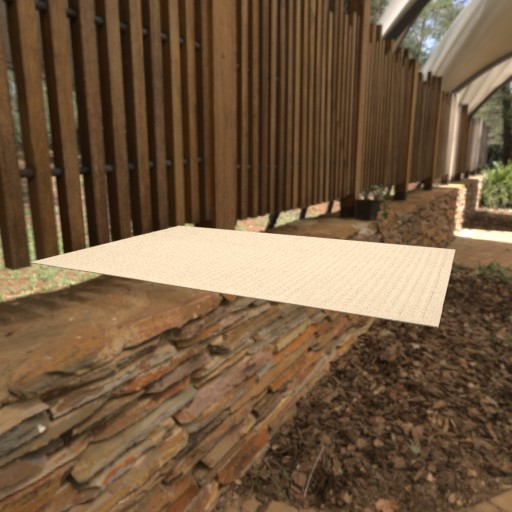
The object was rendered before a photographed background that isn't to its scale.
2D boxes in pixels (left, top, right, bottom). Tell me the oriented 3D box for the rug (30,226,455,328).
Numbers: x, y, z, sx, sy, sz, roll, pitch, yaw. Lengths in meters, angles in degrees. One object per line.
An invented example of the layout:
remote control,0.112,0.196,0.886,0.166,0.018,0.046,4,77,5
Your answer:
rug,0.000,0.000,2.843,2.289,0.006,1.523,6,15,25
